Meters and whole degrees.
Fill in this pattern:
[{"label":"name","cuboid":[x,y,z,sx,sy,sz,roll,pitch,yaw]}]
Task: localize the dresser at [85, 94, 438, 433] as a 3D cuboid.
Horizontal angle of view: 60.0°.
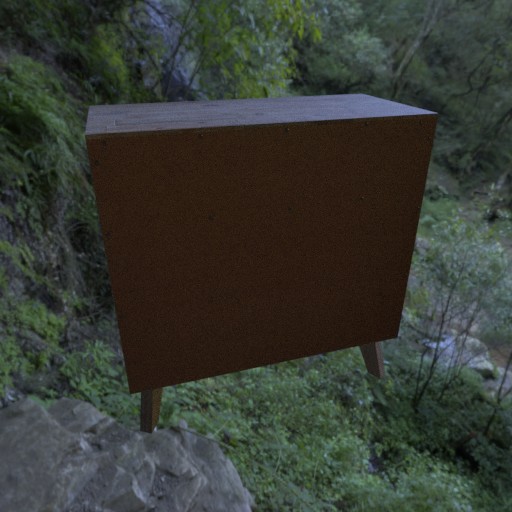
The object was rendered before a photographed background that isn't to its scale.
[{"label":"dresser","cuboid":[0.000,0.000,1.617,0.998,1.029,0.455,-8,28,-15]}]
